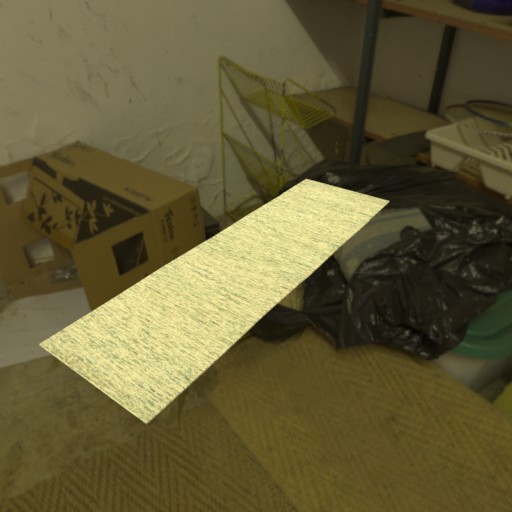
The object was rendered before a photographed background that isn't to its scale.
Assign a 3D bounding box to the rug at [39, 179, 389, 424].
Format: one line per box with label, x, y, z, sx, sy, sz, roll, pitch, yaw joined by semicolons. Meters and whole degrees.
rug;0.000;0.000;2.554;0.700;0.014;2.290;21;38;30
